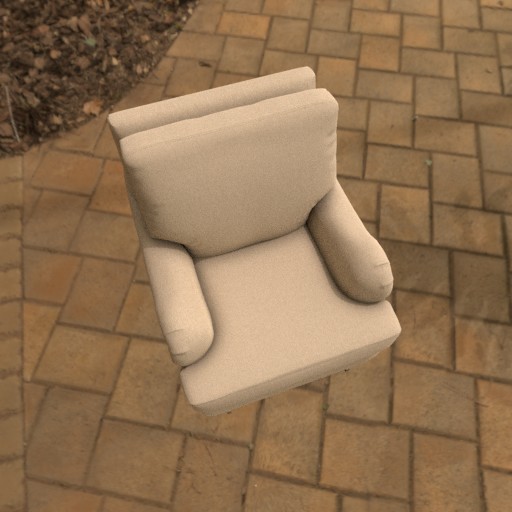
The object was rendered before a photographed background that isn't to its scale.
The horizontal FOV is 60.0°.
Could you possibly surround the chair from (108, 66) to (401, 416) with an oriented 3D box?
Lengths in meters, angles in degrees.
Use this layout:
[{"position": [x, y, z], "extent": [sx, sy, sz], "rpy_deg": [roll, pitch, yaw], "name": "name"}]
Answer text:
[{"position": [0.000, 0.000, 1.891], "extent": [0.895, 1.076, 1.078], "rpy_deg": [-17, 64, -9], "name": "chair"}]
